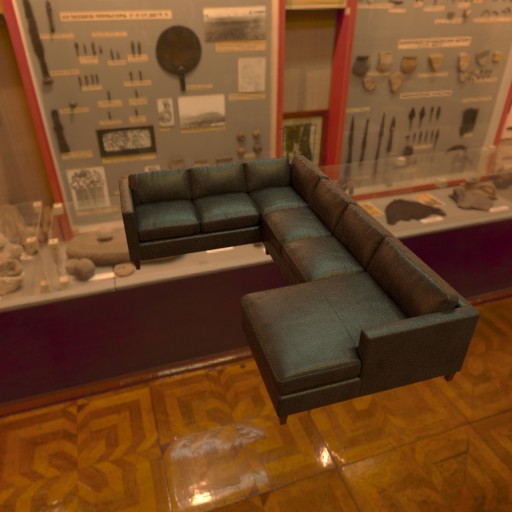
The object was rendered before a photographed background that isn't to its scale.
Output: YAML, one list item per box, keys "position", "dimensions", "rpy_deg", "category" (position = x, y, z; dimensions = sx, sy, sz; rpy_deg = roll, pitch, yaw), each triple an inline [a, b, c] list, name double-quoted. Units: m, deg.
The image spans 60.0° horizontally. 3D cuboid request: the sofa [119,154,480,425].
- position: [0.000, 0.000, 4.429]
  dimensions: [2.452, 0.891, 3.324]
  rpy_deg: [-9, 34, -14]
  category: "sofa"
